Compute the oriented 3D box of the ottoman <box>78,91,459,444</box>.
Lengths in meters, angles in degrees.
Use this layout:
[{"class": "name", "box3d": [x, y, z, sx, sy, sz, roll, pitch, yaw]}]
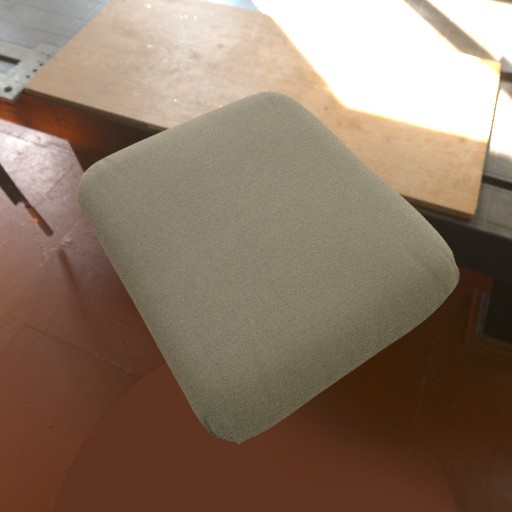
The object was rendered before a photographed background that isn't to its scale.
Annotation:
[{"class": "ottoman", "box3d": [0.000, 0.000, 1.130, 0.639, 0.450, 0.746, -29, 62, -17]}]
